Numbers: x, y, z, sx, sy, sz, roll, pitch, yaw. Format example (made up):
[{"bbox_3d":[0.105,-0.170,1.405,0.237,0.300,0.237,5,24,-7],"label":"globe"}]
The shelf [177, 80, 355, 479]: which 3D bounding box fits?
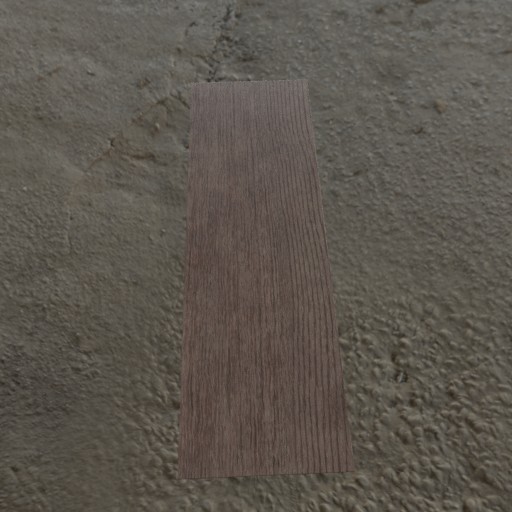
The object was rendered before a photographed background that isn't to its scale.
[{"bbox_3d":[0.000,0.000,0.687,0.200,0.125,0.610,-2,64,-1],"label":"shelf"}]
